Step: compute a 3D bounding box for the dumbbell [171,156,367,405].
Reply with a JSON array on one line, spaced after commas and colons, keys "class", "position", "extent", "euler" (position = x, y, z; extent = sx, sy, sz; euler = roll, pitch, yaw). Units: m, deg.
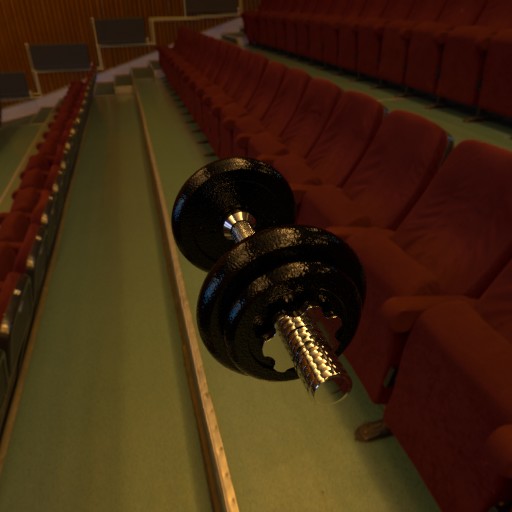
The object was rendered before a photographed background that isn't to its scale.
[{"class": "dumbbell", "position": [0.000, 0.000, 0.605], "extent": [0.202, 0.202, 0.497], "euler": [-8, 32, -14]}]
